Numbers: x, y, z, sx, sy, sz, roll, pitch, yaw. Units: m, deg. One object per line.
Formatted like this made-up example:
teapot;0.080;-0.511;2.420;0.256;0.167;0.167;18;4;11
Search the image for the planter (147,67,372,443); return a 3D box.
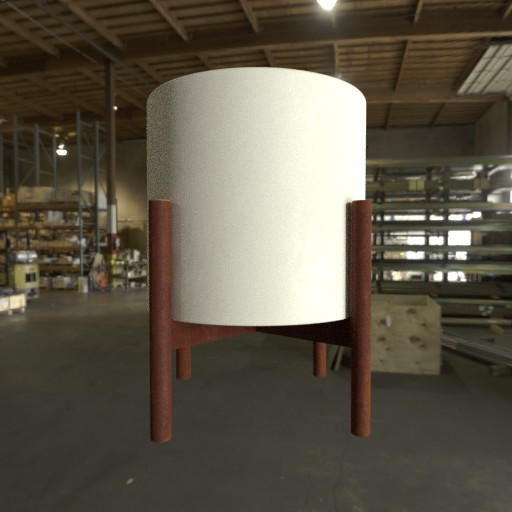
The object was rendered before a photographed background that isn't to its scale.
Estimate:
planter;0.000;0.000;0.880;0.420;0.581;0.421;0;2;-1
